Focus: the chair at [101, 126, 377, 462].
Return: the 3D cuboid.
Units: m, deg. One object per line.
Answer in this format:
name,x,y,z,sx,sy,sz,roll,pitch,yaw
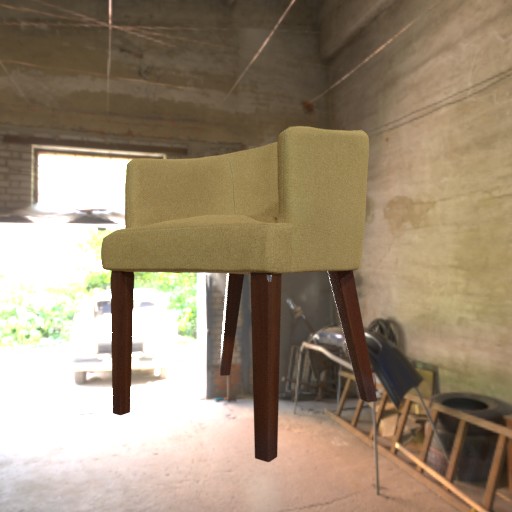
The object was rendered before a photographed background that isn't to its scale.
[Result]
chair,0.000,0.000,1.242,0.583,0.811,0.655,-1,-1,35
